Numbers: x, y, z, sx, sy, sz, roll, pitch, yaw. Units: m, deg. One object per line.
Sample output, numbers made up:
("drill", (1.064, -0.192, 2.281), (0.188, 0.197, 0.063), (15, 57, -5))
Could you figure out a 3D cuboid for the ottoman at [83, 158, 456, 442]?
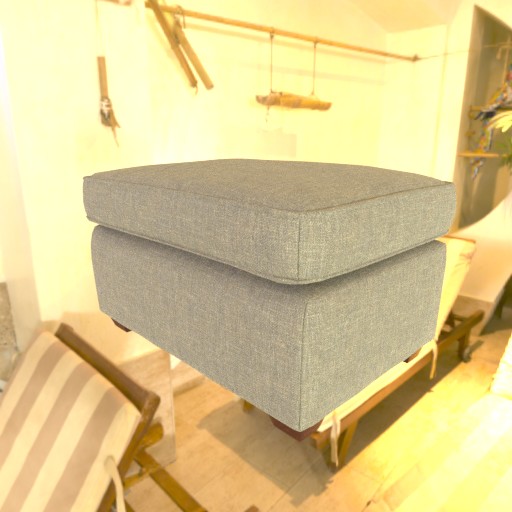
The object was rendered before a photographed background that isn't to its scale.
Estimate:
("ottoman", (0.000, 0.000, 1.093), (0.559, 0.457, 0.762), (-15, 22, -42))
